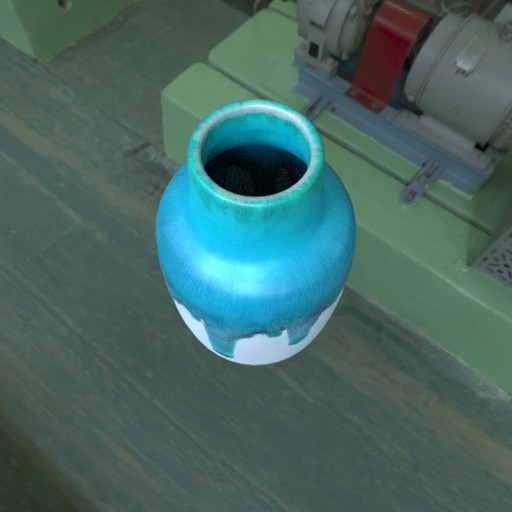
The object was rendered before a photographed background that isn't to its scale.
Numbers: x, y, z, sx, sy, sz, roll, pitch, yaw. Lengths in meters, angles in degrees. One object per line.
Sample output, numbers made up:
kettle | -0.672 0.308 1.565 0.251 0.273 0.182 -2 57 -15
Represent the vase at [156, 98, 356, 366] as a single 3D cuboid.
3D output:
vase | 0.000 0.000 0.256 0.106 0.192 0.106 0 64 0
